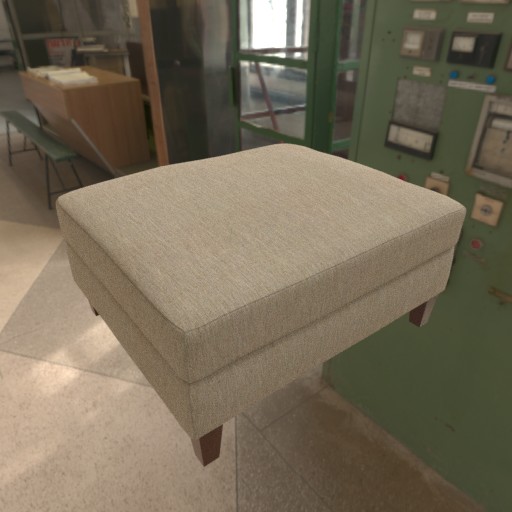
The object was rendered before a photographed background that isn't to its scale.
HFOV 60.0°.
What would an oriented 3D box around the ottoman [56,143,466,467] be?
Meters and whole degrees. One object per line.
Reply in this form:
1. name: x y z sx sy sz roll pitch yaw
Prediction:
1. ottoman: 0.000 0.000 1.428 0.976 0.492 0.836 -21 36 -32
